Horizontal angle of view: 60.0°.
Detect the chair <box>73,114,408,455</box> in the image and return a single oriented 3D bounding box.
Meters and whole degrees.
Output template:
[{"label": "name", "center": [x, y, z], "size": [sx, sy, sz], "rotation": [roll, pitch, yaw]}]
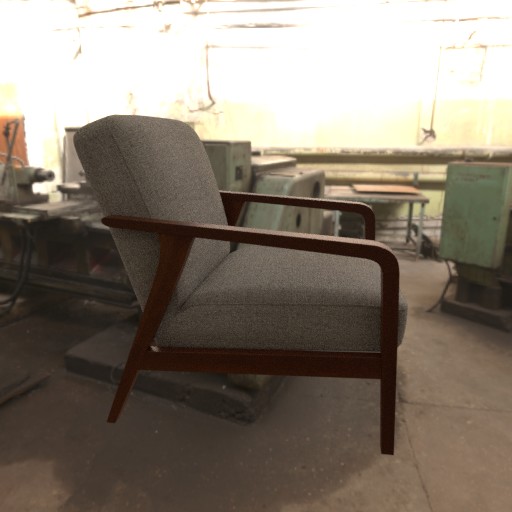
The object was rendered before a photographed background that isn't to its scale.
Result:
[{"label": "chair", "center": [0.000, 0.000, 1.407], "size": [0.858, 0.847, 0.704], "rotation": [3, 15, 10]}]
